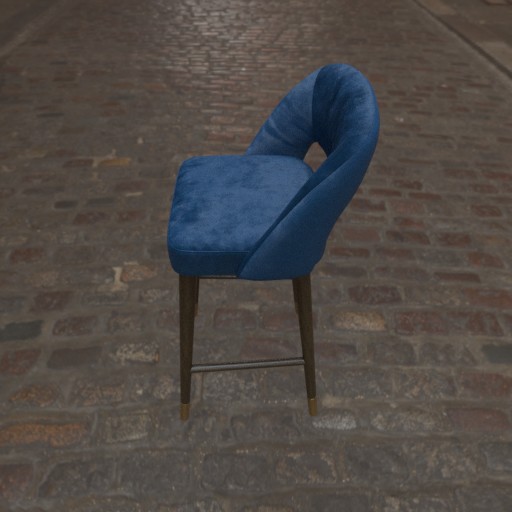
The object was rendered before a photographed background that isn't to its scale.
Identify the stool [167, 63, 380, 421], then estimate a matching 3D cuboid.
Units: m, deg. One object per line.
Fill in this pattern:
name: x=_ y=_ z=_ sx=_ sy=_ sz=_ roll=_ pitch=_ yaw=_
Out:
stool: x=0.000 y=0.000 z=1.299 sx=0.515 sy=1.016 sz=0.514 roll=-1 pitch=42 yaw=-2
